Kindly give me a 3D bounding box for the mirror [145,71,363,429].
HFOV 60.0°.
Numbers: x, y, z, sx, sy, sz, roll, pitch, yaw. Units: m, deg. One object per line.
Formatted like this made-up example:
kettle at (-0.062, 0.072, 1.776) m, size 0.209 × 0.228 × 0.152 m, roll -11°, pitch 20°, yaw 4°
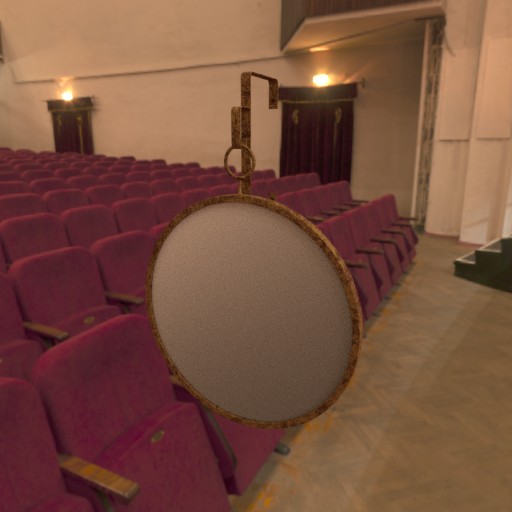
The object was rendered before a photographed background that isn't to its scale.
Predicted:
mirror at (0.000, 0.000, 0.848) m, size 0.447 × 0.651 × 0.144 m, roll 7°, pitch 15°, yaw 27°
